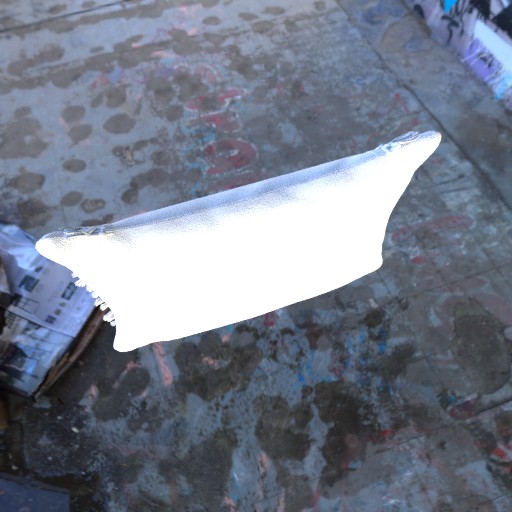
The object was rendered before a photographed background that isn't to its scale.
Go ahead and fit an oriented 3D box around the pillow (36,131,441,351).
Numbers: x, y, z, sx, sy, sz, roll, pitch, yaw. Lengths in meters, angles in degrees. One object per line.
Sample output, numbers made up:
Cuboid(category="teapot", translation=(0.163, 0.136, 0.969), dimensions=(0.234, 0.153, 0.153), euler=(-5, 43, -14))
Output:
Cuboid(category="pillow", translation=(0.000, 0.000, 0.602), dimensions=(0.466, 0.305, 0.084), euler=(-17, 59, -11))
